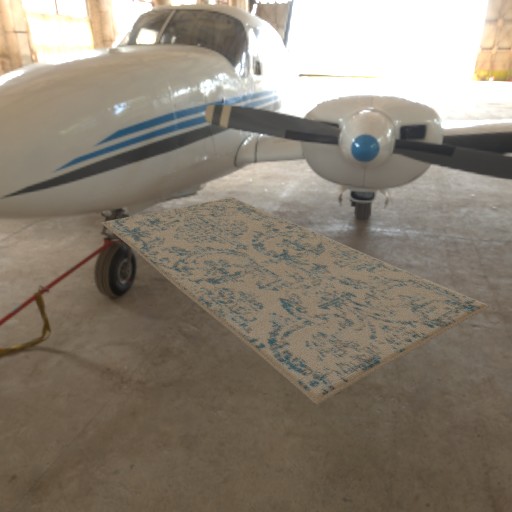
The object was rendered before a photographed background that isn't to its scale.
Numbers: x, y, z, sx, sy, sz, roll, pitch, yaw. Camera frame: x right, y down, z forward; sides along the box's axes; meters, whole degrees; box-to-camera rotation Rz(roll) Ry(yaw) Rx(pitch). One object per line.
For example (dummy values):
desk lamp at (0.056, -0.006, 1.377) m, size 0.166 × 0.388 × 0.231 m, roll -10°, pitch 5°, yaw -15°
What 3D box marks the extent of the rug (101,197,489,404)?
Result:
rug at (0.000, 0.000, 1.428) m, size 0.605 × 0.007 × 1.220 m, roll -16°, pitch 29°, yaw -32°
